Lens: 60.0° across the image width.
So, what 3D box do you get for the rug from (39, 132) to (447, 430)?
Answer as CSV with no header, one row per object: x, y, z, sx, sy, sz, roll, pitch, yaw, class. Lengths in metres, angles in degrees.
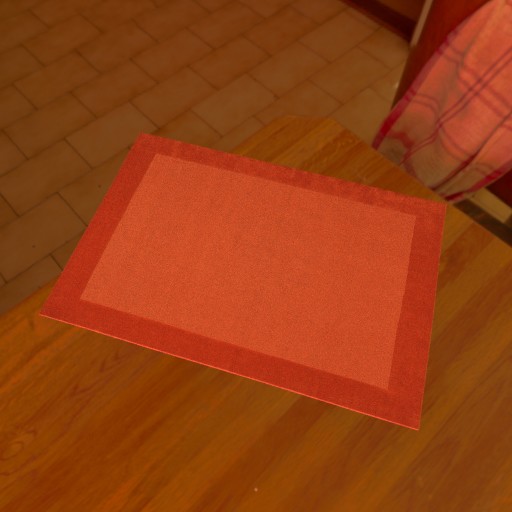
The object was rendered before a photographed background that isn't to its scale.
0.000,0.000,2.297,1.829,0.014,1.219,15,63,8,rug
